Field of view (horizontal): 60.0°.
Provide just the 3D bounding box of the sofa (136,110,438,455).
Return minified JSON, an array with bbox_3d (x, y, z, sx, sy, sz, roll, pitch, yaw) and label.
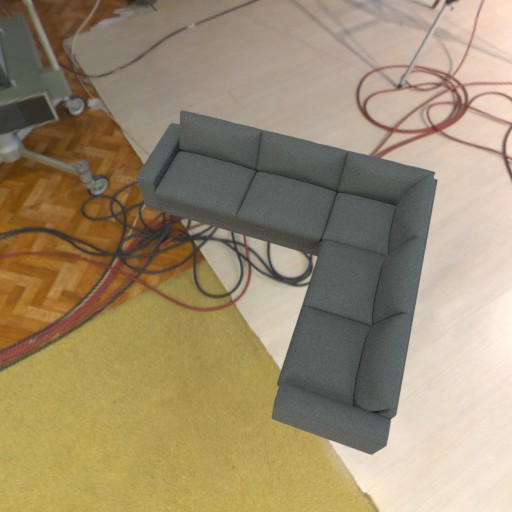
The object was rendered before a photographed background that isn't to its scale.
[{"bbox_3d":[0.000,0.000,4.724,3.277,0.965,2.895,16,60,10],"label":"sofa"}]
